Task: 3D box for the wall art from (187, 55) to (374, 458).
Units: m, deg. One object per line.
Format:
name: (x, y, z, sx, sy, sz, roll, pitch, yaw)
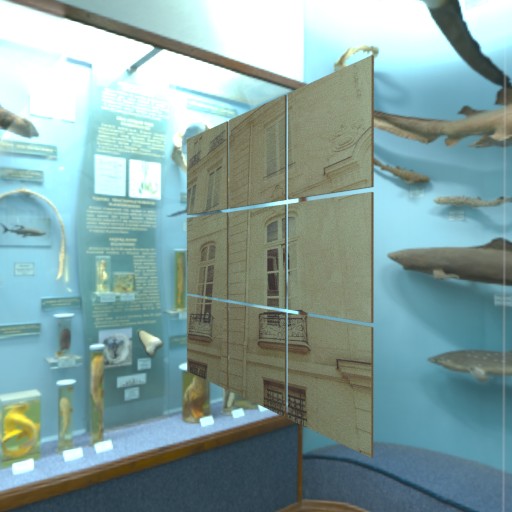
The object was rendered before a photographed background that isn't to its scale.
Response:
wall art: (0.000, 0.000, 2.299, 0.023, 1.522, 1.526, 0, 0, -36)
